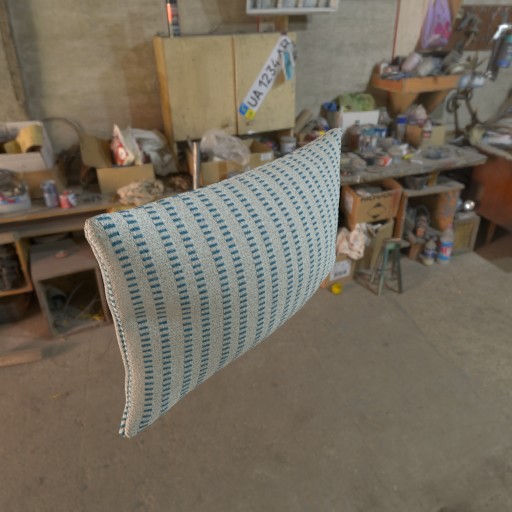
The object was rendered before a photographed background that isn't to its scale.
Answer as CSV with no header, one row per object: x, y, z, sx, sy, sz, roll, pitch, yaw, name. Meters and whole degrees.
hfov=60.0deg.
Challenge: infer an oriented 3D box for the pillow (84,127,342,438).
0.000,0.000,0.799,0.210,0.353,0.640,18,33,31,pillow
